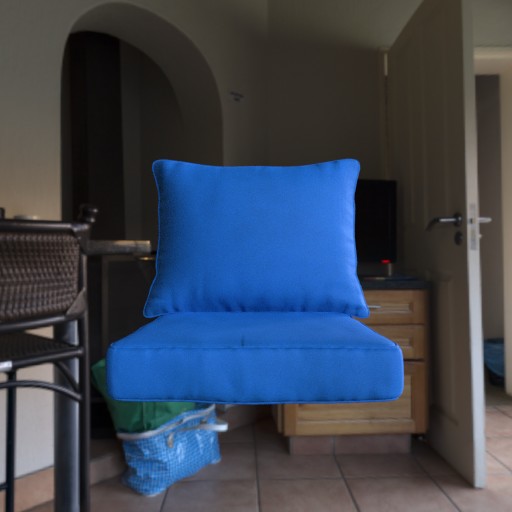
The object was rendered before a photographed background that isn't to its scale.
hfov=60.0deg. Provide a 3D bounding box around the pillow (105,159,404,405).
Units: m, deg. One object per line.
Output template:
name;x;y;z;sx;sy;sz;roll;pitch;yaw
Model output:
pillow;0.000;0.000;1.356;0.798;0.725;0.733;0;-1;0
